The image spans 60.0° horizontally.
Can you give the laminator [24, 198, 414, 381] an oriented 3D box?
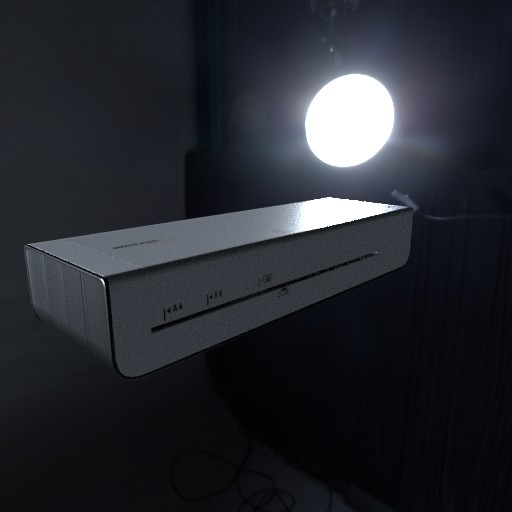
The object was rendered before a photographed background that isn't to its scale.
[{"bbox_3d":[0.000,0.000,0.386,0.123,0.062,0.340,14,20,43],"label":"laminator"}]
